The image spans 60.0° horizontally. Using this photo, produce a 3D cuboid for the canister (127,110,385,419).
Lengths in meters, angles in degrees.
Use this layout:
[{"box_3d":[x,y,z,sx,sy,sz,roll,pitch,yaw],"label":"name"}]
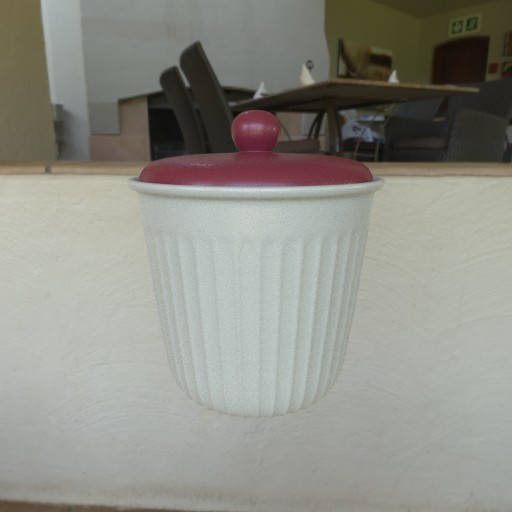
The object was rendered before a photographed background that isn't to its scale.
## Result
[{"box_3d":[0.000,0.000,0.336,0.181,0.211,0.181,0,14,0],"label":"canister"}]
